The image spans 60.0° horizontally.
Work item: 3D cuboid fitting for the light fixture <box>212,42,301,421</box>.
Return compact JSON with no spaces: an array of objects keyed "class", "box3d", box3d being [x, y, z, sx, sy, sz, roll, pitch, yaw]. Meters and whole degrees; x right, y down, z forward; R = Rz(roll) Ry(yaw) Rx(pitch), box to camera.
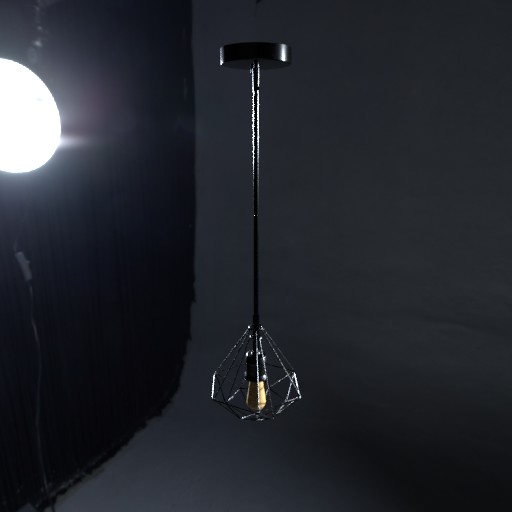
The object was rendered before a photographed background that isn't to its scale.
[{"class":"light fixture","box3d":[0.000,0.000,2.057,0.487,1.764,0.431,8,17,26]}]
